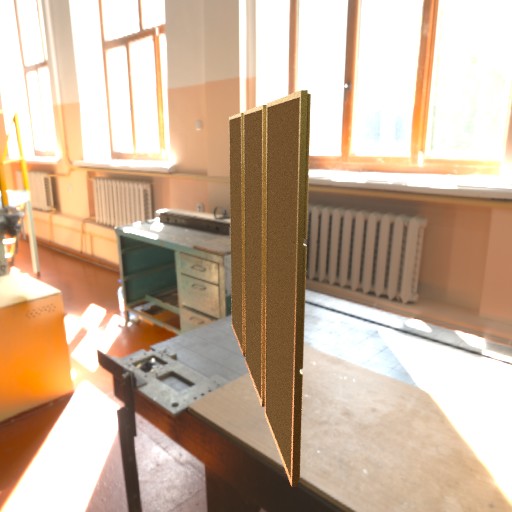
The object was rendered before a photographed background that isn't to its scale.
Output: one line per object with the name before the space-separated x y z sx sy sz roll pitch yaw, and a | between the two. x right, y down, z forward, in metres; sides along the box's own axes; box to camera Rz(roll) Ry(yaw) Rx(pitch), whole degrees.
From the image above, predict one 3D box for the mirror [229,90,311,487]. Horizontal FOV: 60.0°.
mirror | 0.000 0.000 1.463 0.023 0.926 1.011 -3 15 -11
